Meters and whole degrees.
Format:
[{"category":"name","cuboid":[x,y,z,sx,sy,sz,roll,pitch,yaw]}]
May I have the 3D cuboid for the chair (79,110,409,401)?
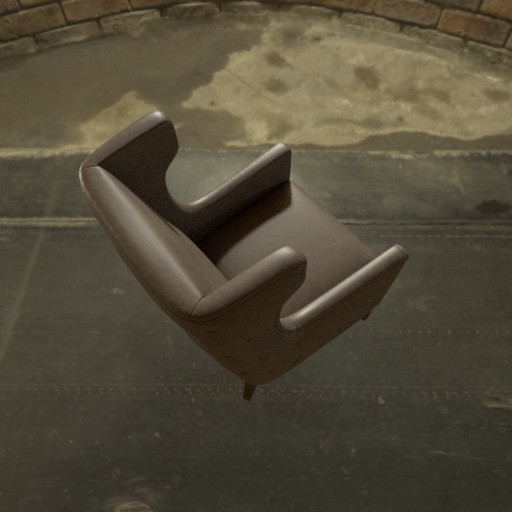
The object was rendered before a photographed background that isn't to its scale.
[{"category":"chair","cuboid":[0.000,0.000,1.696,0.899,1.079,0.769,-34,64,-19]}]
